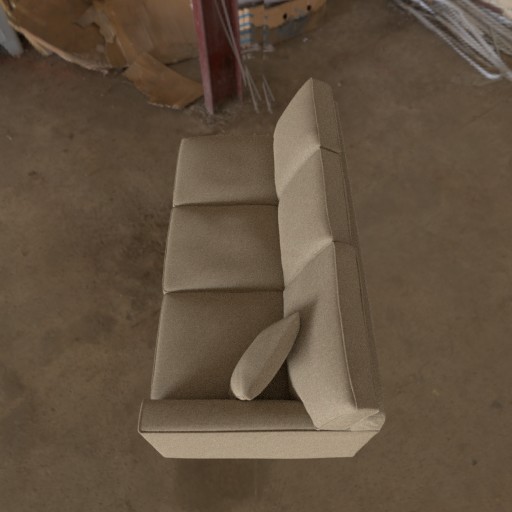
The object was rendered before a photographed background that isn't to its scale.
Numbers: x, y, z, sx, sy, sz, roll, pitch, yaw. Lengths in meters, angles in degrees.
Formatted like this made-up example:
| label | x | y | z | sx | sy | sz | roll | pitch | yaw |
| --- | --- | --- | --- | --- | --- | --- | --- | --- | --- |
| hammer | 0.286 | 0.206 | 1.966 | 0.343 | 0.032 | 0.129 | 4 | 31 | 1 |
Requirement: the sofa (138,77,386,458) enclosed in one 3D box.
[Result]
| label | x | y | z | sx | sy | sz | roll | pitch | yaw |
| --- | --- | --- | --- | --- | --- | --- | --- | --- | --- |
| sofa | 0.000 | 0.000 | 2.484 | 1.034 | 0.946 | 1.963 | 0 | 57 | 0 |
